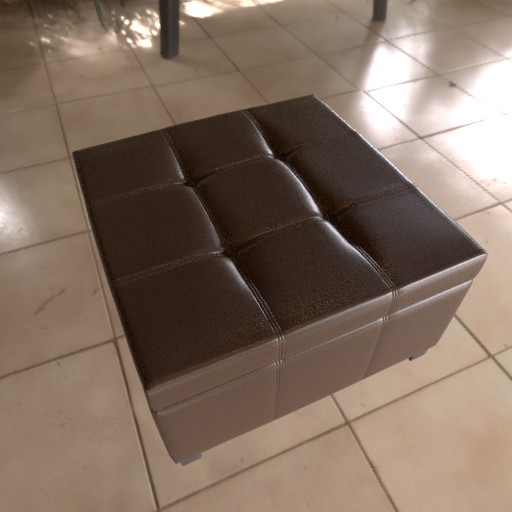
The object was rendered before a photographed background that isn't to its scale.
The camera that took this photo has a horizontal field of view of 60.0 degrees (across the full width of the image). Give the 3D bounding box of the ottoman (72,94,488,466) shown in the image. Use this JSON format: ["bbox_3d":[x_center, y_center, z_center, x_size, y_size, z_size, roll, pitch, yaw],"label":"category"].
[{"bbox_3d":[0.000,0.000,1.254,0.787,0.460,0.788,-19,51,-16],"label":"ottoman"}]
